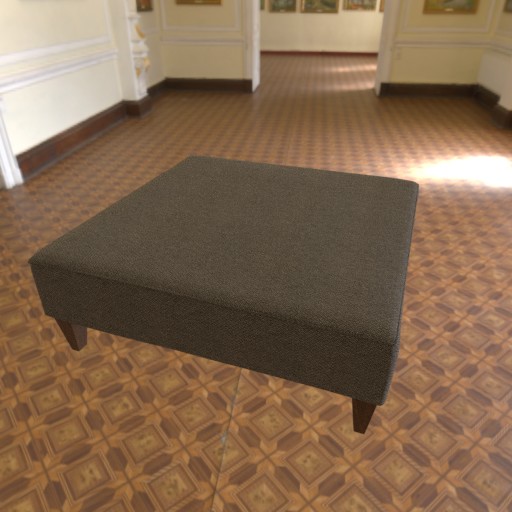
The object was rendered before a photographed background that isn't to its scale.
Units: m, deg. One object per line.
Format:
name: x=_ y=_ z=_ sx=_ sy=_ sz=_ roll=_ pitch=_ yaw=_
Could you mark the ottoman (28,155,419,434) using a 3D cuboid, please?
ottoman: x=0.000 y=0.000 z=1.512 sx=0.981 sy=0.378 sz=0.970 roll=11 pitch=32 yaw=17
